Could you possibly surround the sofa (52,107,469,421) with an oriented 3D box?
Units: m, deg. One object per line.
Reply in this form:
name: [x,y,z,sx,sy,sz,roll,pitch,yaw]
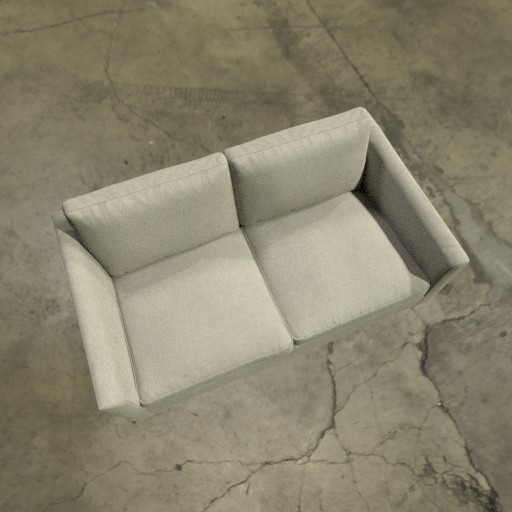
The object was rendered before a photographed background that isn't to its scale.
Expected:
sofa: [0.000,0.000,2.471,1.905,0.839,1.091,-20,65,-10]
